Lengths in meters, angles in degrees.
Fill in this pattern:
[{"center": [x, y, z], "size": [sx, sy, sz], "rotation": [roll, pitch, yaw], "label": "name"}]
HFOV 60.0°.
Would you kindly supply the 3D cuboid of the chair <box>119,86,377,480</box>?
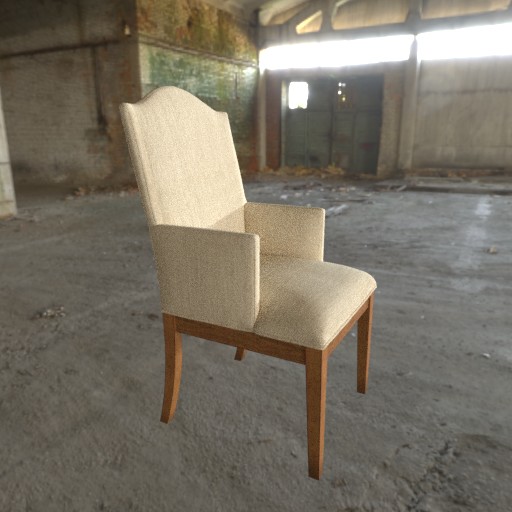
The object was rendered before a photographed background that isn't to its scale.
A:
[{"center": [0.000, 0.000, 1.371], "size": [0.641, 1.016, 0.533], "rotation": [8, 17, 27], "label": "chair"}]
